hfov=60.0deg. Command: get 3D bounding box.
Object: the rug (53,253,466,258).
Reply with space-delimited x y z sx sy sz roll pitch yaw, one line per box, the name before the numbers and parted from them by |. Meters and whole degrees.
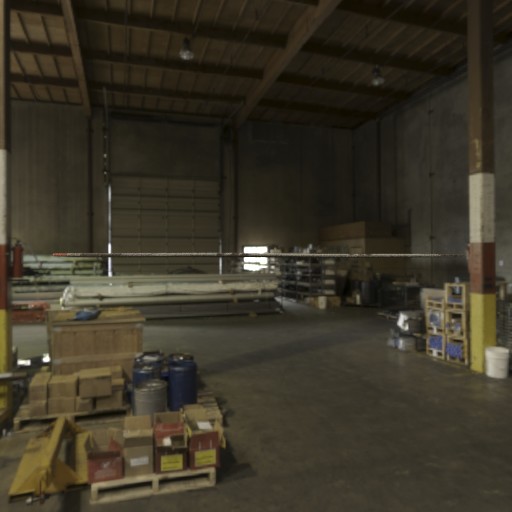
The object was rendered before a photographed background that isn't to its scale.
rug | 0.000 0.000 3.076 2.446 0.017 1.530 0 0 -17
